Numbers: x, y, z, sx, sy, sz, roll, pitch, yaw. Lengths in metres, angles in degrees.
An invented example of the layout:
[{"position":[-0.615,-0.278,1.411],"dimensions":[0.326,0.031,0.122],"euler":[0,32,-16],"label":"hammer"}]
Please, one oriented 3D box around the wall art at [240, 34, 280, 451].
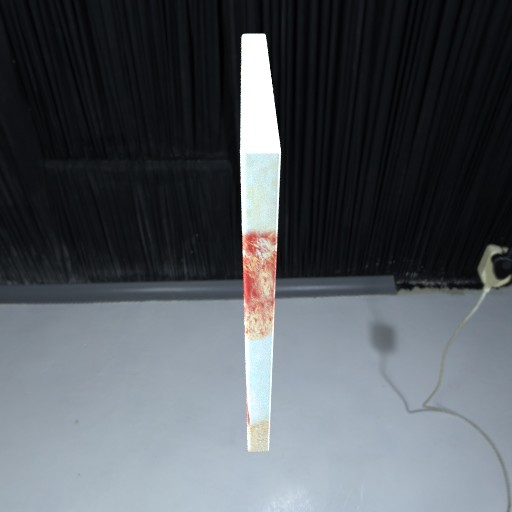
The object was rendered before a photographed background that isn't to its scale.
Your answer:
[{"position":[0.000,0.000,0.769],"dimensions":[0.038,0.610,0.401],"euler":[-1,41,-1],"label":"wall art"}]
